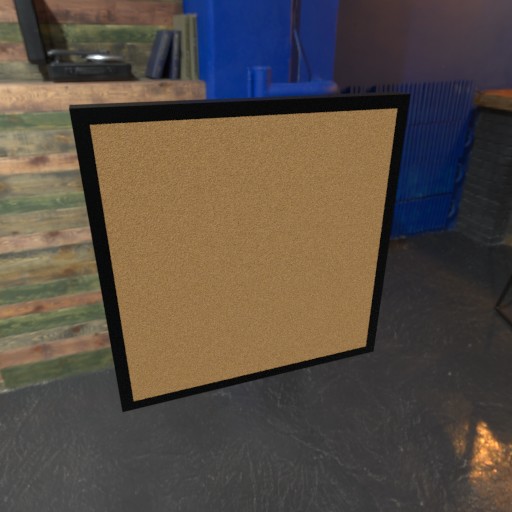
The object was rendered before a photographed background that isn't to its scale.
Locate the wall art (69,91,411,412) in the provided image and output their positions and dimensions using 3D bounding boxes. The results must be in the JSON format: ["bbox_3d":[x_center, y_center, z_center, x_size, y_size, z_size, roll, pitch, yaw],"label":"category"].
[{"bbox_3d":[0.000,0.000,0.752,0.506,0.506,0.038,-9,27,-17],"label":"wall art"}]
